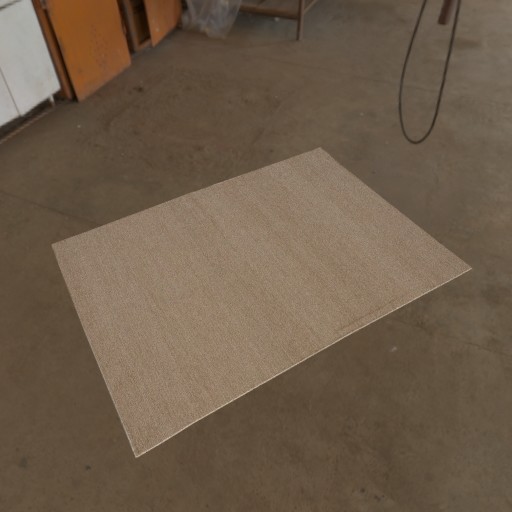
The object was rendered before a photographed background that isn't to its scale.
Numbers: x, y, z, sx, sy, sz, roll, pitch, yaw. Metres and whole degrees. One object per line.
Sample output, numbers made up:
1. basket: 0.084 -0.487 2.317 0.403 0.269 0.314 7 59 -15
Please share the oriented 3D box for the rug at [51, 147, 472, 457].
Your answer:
1. rug: 0.000 0.000 3.676 2.869 0.038 2.032 -24 51 -20
